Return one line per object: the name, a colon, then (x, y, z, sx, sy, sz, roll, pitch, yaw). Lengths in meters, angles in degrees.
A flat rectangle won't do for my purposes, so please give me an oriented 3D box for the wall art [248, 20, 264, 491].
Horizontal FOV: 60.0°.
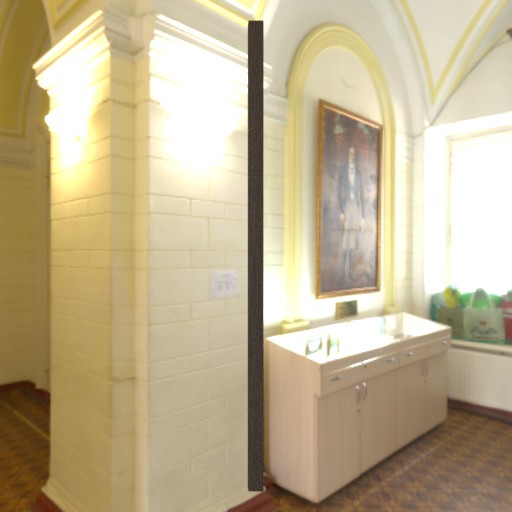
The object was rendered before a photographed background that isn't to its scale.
wall art: (0.000, 0.000, 0.662, 0.017, 0.513, 0.359, 0, 0, 0)
